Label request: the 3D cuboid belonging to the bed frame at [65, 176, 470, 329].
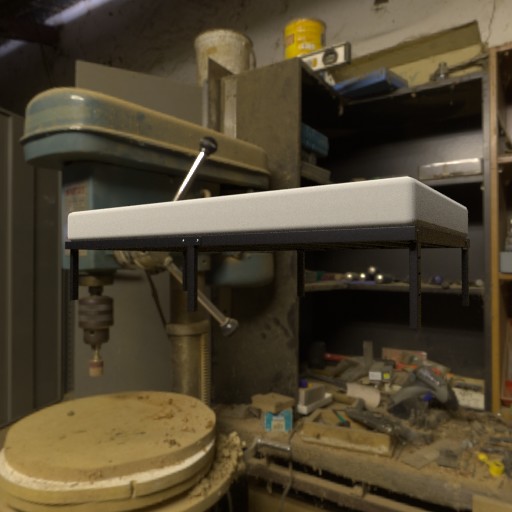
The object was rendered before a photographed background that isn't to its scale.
[{"bbox_3d":[0.000,0.000,3.229,2.635,0.680,1.393,0,-1,35],"label":"bed frame"}]
